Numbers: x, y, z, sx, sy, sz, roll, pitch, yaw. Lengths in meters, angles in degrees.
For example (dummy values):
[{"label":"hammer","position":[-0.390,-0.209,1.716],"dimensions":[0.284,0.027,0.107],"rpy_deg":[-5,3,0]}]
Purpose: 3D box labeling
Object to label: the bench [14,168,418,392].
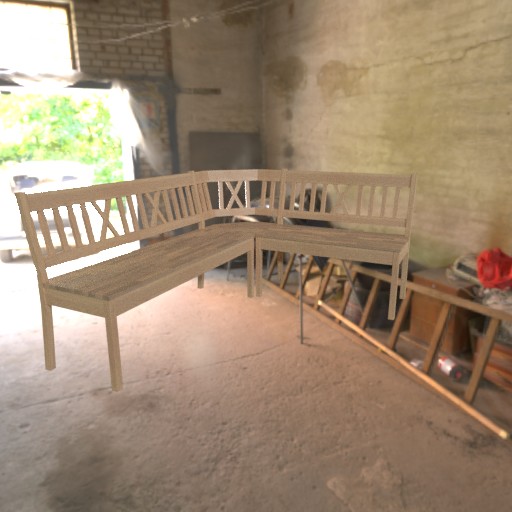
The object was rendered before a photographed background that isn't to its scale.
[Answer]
[{"label":"bench","position":[0.000,0.000,2.674],"dimensions":[1.537,0.902,1.937],"rpy_deg":[7,17,25]}]
